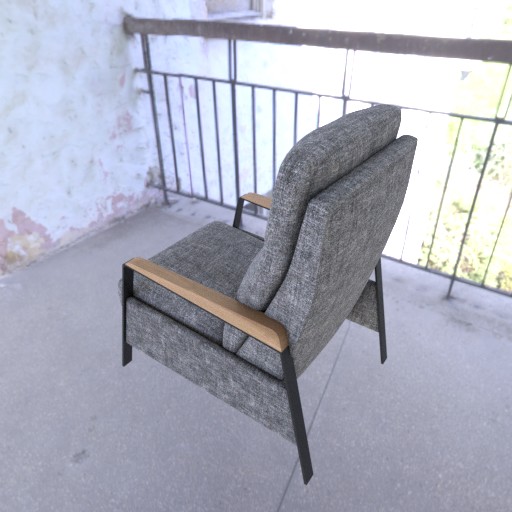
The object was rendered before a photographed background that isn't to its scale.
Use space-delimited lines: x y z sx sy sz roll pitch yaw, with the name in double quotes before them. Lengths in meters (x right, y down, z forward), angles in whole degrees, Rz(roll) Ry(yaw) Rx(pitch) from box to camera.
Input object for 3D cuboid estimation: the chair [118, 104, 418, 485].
"chair" 0.000 0.000 1.555 0.868 1.042 0.671 21 38 29
